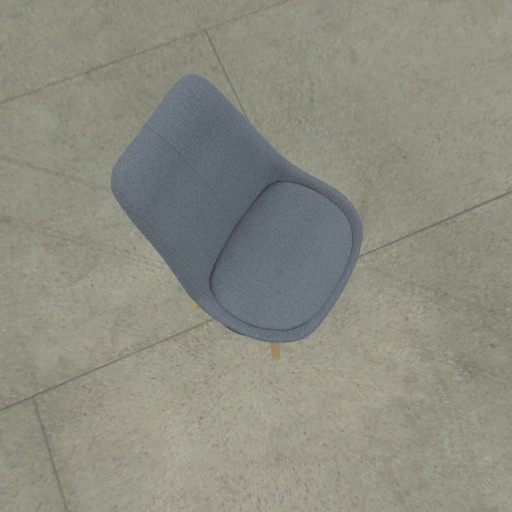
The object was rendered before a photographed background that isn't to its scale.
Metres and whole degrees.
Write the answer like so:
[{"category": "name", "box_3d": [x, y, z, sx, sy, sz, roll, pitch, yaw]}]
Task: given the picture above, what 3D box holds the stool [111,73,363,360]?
[{"category": "stool", "box_3d": [0.000, 0.000, 1.399, 0.550, 1.115, 0.485, 31, 78, 7]}]
